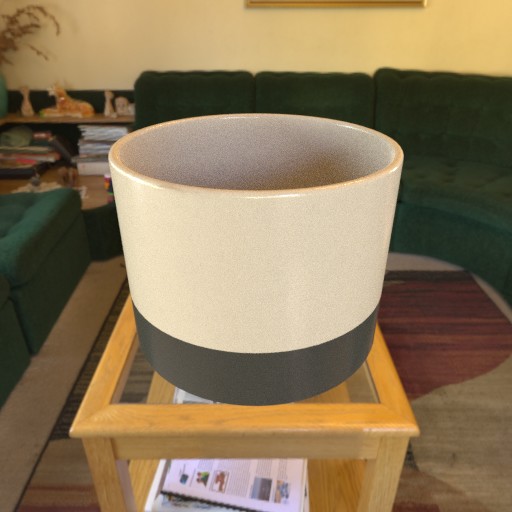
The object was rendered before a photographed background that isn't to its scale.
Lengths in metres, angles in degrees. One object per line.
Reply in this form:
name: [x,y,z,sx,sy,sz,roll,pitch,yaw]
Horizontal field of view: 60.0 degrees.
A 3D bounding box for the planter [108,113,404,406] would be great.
planter: [0.000,0.000,0.343,0.193,0.177,0.193,0,29,0]
